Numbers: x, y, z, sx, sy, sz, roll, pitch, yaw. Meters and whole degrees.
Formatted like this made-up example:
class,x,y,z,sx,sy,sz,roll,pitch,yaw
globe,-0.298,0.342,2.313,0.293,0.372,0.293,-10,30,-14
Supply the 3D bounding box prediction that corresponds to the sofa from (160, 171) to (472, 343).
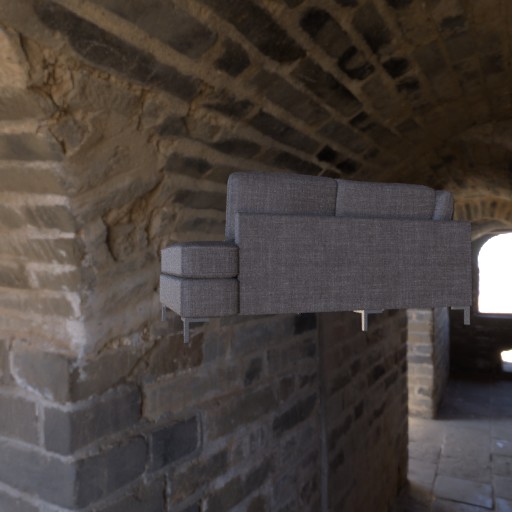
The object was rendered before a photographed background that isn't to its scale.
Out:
class,x,y,z,sx,sy,sz,roll,pitch,yaw
sofa,0.000,0.000,4.350,2.048,0.999,3.423,0,-1,-19
